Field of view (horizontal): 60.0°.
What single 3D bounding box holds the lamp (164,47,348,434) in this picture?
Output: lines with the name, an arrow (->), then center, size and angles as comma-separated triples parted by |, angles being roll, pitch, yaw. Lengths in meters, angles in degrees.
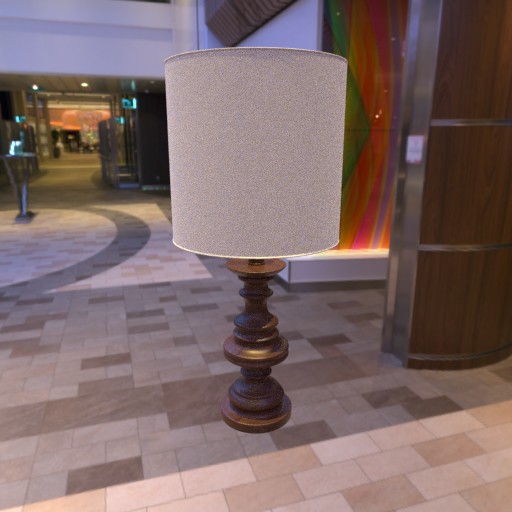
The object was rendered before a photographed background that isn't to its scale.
lamp -> 0.000, 0.000, 0.570 | 0.208, 0.455, 0.208 | 7, 16, 25
